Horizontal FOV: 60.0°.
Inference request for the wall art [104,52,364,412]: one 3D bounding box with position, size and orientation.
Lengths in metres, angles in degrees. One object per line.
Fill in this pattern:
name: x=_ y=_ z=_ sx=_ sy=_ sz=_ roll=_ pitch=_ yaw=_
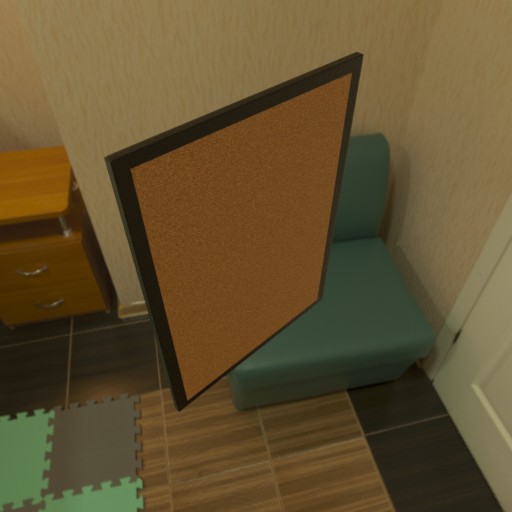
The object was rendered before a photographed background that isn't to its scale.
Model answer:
wall art: x=0.000 y=0.000 z=0.875 sx=0.480 sy=0.657 sz=0.016 roll=-33 pitch=54 yaw=-28
